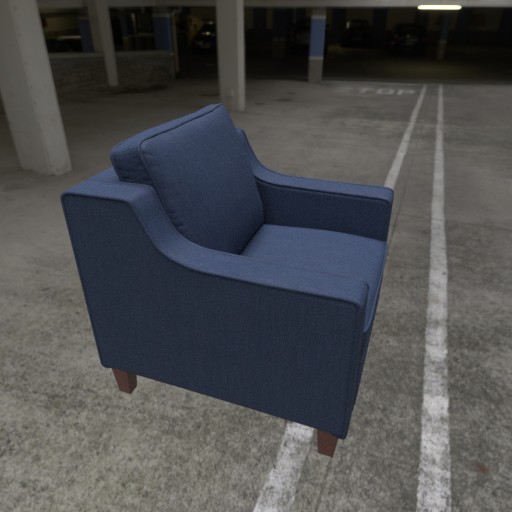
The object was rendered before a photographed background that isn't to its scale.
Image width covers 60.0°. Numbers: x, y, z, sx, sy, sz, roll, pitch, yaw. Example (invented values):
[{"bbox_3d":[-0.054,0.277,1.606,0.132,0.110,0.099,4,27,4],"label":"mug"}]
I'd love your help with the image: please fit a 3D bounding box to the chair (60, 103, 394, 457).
[{"bbox_3d":[0.000,0.000,1.642,0.909,0.960,0.831,10,32,18],"label":"chair"}]
